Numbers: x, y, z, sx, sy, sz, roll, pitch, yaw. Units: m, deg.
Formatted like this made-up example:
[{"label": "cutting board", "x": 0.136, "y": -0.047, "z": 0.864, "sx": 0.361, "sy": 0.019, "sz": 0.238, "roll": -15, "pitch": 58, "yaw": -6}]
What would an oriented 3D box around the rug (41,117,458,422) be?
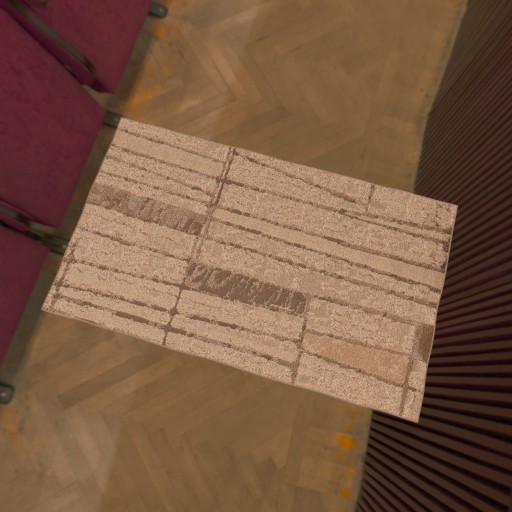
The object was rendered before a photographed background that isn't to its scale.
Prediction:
[{"label": "rug", "x": 0.000, "y": 0.000, "z": 1.035, "sx": 0.867, "sy": 0.007, "sz": 0.515, "roll": 16, "pitch": 76, "yaw": 4}]
